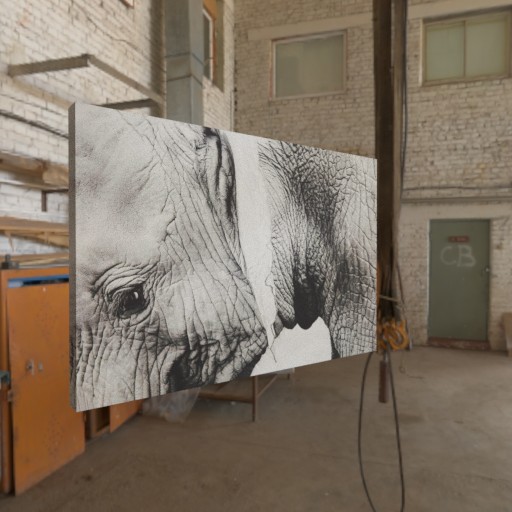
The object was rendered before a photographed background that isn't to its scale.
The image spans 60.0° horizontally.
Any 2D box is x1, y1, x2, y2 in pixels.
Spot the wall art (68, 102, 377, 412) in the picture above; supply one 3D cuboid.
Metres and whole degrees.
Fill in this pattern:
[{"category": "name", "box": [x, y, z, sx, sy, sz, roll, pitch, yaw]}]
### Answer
[{"category": "wall art", "box": [0.000, 0.000, 0.776, 0.613, 0.407, 0.035, 0, 1, -36]}]
